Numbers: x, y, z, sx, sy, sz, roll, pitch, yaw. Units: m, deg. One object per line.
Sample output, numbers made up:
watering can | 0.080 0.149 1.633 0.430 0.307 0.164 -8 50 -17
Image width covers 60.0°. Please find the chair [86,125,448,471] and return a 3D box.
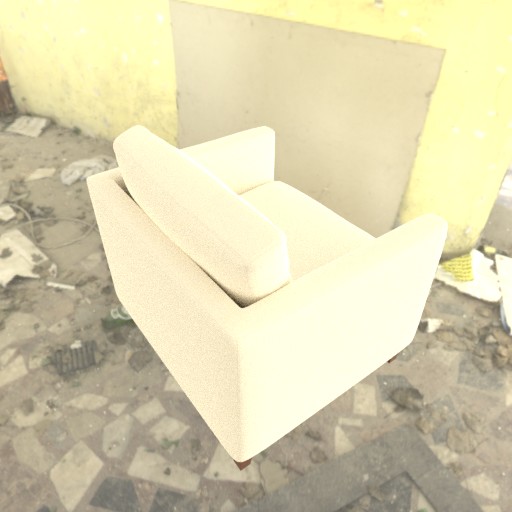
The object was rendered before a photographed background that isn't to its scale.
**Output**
chair | 0.000 0.000 1.685 0.878 0.885 1.019 -25 45 -28
